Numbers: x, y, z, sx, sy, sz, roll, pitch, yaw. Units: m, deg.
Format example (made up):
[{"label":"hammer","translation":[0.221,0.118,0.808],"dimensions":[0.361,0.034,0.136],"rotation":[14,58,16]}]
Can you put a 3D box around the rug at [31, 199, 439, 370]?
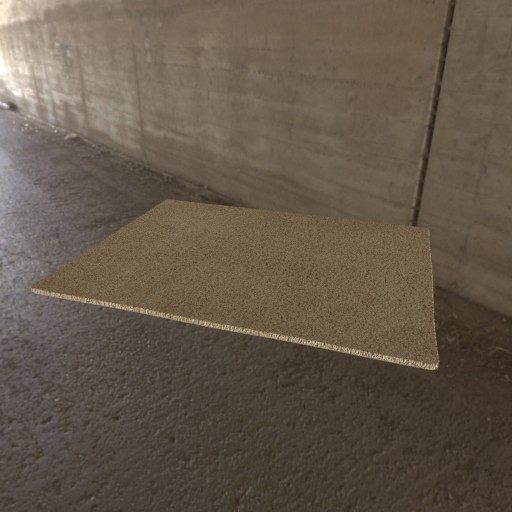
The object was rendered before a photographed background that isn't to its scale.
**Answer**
[{"label":"rug","translation":[0.000,0.000,2.134],"dimensions":[1.600,0.025,1.199],"rotation":[8,27,16]}]
